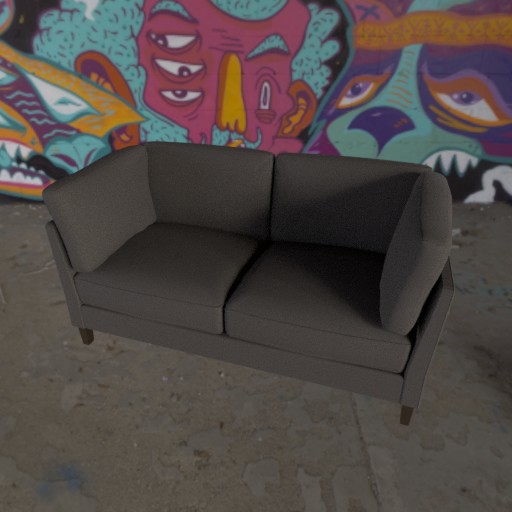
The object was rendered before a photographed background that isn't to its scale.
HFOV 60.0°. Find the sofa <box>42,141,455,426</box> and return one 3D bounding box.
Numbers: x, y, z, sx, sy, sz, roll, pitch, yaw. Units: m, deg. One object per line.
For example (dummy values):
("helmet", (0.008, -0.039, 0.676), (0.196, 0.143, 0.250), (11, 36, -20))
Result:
("sofa", (0.000, 0.000, 2.241), (1.751, 0.920, 0.969), (9, 29, 17))
